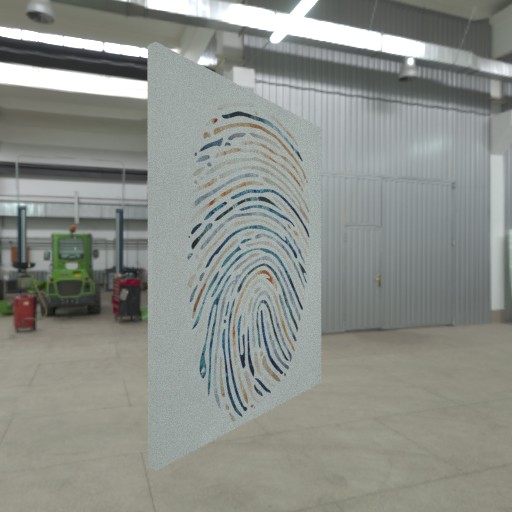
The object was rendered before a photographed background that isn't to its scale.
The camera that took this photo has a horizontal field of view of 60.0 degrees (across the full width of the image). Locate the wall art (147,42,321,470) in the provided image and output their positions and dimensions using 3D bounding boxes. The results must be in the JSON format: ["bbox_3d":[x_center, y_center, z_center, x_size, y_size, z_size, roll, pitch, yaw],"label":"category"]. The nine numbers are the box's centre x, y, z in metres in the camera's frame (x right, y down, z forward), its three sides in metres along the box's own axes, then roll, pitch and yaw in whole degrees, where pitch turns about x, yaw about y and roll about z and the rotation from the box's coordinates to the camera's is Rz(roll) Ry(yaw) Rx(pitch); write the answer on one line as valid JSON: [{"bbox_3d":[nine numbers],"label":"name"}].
[{"bbox_3d":[0.000,0.000,0.989,0.021,0.710,0.609,0,0,35],"label":"wall art"}]
